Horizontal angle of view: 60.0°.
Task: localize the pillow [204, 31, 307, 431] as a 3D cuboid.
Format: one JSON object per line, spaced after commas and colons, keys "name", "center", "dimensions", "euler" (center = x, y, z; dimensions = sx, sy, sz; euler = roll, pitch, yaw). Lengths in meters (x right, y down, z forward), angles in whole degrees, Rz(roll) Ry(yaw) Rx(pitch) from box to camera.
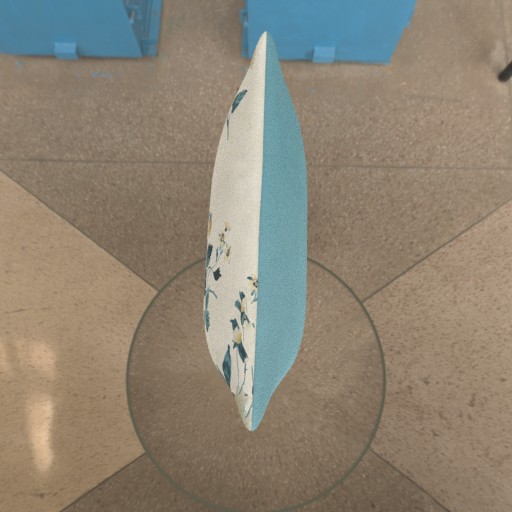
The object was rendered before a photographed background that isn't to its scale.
{"name": "pillow", "center": [0.000, 0.000, 0.794], "dimensions": [0.166, 0.507, 0.526], "euler": [2, 75, 1]}
